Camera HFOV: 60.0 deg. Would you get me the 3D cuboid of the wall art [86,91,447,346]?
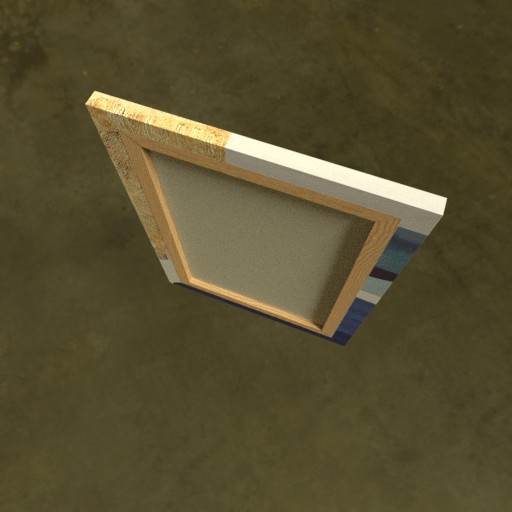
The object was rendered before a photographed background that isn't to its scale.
[{"bbox_3d":[0.000,0.000,0.814,0.458,0.613,0.026,19,66,9],"label":"wall art"}]
